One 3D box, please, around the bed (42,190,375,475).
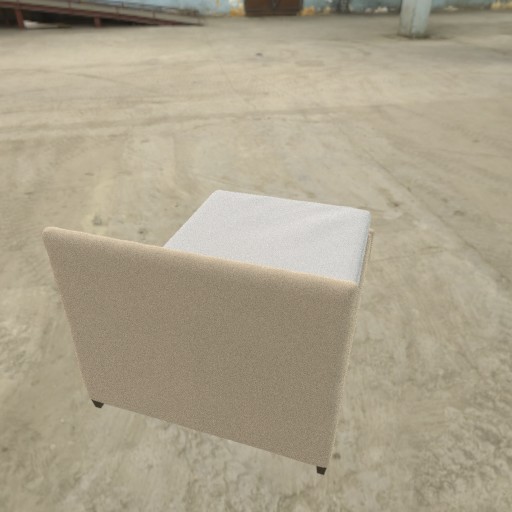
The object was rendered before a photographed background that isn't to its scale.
[{"bbox_3d":[0.000,0.000,3.460,1.698,1.427,2.387,10,34,15],"label":"bed"}]
